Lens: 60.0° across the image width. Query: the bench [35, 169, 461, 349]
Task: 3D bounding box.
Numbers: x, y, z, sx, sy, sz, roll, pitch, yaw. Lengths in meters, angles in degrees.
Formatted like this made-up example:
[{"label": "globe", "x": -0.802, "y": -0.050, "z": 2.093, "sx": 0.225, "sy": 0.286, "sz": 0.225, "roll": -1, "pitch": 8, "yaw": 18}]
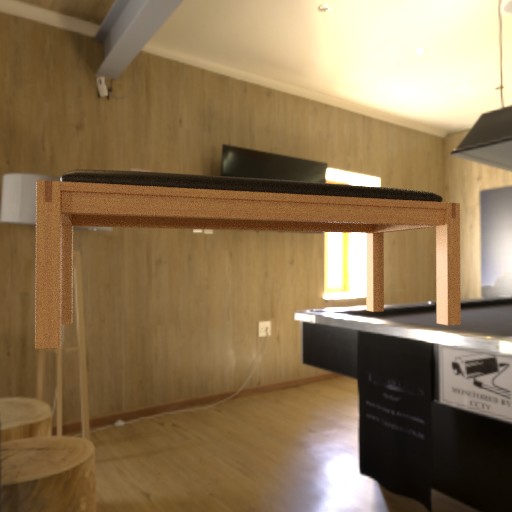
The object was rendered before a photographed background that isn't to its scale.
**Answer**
[{"label": "bench", "x": 0.000, "y": 0.000, "z": 1.406, "sx": 1.202, "sy": 0.430, "sz": 0.450, "roll": 0, "pitch": -1, "yaw": -19}]
